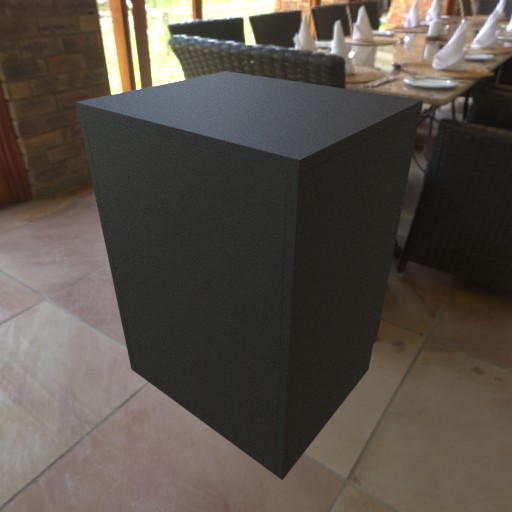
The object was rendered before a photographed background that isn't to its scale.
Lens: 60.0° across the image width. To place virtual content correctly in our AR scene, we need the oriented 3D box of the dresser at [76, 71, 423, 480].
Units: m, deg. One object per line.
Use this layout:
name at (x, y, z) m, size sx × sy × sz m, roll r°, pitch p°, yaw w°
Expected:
dresser at (0.000, 0.000, 0.821) m, size 0.400 × 0.560 × 0.360 m, roll 23°, pitch 39°, yaw 32°
